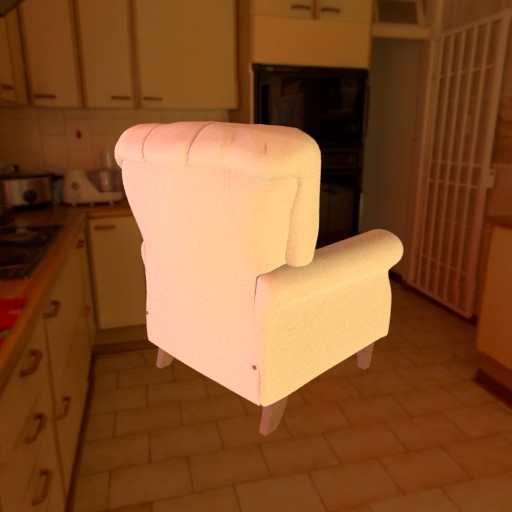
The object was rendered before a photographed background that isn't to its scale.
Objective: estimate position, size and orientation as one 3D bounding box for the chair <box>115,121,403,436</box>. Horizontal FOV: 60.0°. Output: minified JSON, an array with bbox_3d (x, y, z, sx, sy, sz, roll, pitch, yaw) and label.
[{"bbox_3d":[0.000,0.000,2.125,1.090,1.217,1.128,15,21,43],"label":"chair"}]
